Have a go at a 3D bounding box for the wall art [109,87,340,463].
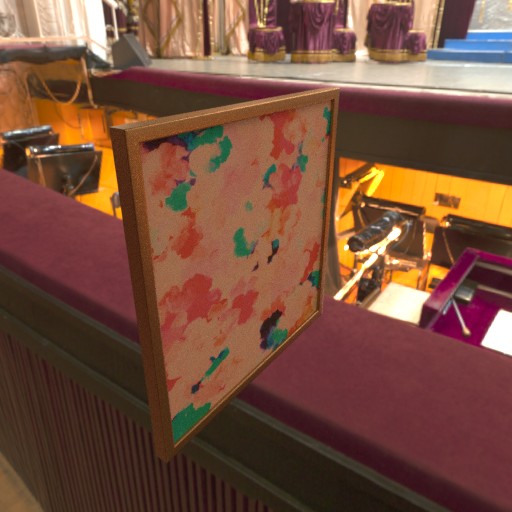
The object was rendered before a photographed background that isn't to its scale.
[{"bbox_3d":[0.000,0.000,1.157,0.036,0.765,0.767,18,31,31],"label":"wall art"}]
